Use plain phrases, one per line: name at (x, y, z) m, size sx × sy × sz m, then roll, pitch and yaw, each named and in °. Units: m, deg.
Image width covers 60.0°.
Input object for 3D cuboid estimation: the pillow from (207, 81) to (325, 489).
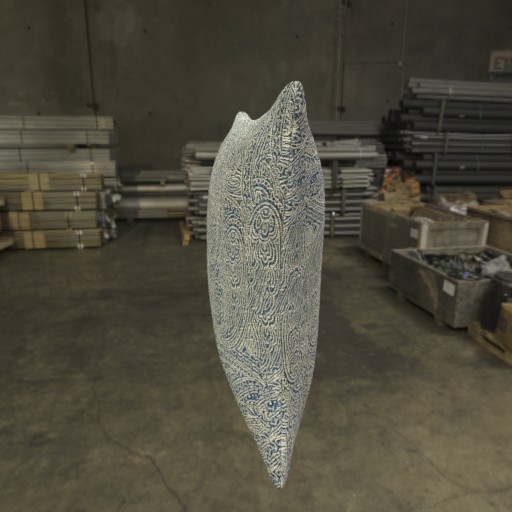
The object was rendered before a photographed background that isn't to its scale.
pillow at (0.000, 0.000, 0.773) m, size 0.166 × 0.510 × 0.523 m, roll -2°, pitch 15°, yaw -8°
